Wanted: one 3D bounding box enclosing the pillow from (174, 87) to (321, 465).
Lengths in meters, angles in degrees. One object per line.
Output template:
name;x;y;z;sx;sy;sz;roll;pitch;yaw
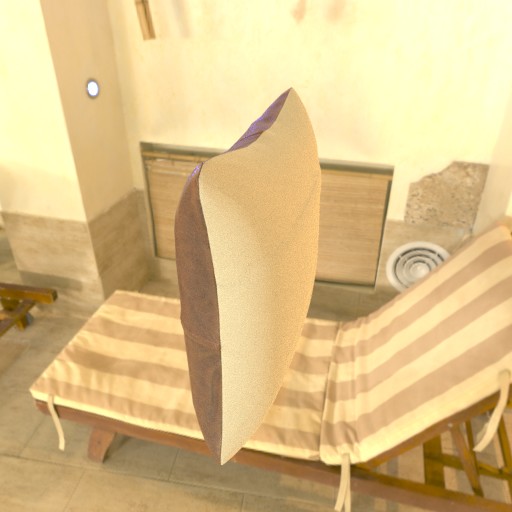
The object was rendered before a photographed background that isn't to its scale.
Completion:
pillow;0.000;0.000;0.738;0.192;0.470;0.484;8;32;13
